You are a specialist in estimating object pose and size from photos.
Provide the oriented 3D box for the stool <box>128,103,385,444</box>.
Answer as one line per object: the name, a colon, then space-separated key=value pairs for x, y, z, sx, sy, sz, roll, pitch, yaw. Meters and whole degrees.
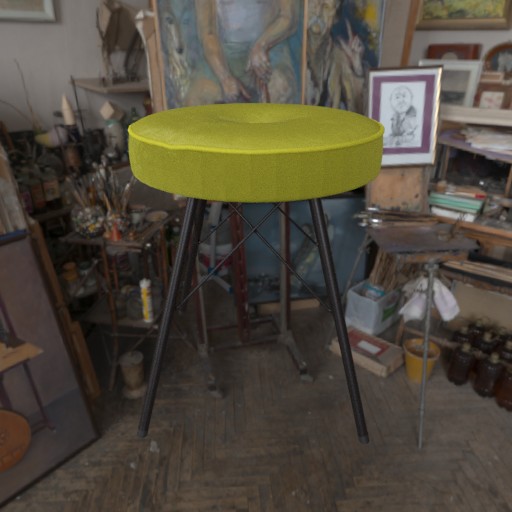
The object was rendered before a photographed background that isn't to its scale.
stool: x=0.000 y=0.000 z=0.825 sx=0.409 sy=0.508 sz=0.409 roll=1 pitch=26 yaw=2
